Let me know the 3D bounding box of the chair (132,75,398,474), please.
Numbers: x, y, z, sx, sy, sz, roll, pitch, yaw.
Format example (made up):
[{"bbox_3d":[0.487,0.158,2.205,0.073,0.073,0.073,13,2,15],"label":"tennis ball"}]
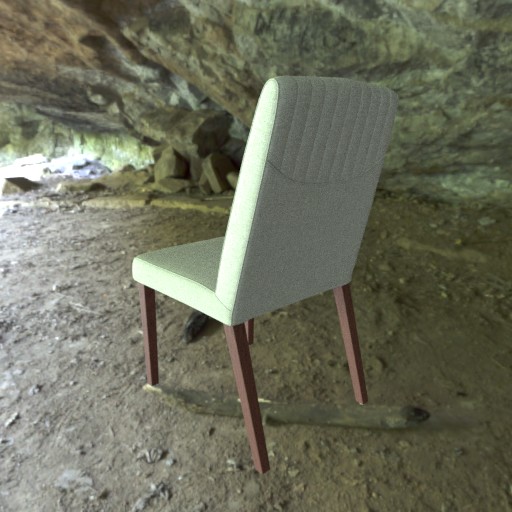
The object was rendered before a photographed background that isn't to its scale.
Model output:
[{"bbox_3d":[0.000,0.000,1.260,0.480,0.900,0.594,-14,21,-41],"label":"chair"}]
